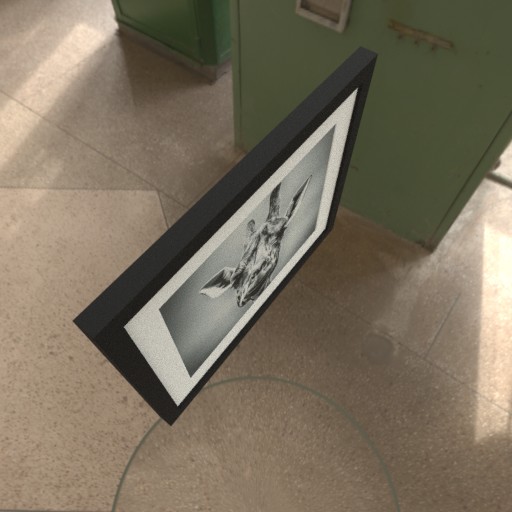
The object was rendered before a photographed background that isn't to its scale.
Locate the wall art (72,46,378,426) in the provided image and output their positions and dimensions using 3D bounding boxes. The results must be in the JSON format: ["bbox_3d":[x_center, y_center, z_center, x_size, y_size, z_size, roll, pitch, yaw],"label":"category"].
[{"bbox_3d":[0.000,0.000,0.744,0.031,0.457,0.558,33,65,18],"label":"wall art"}]
